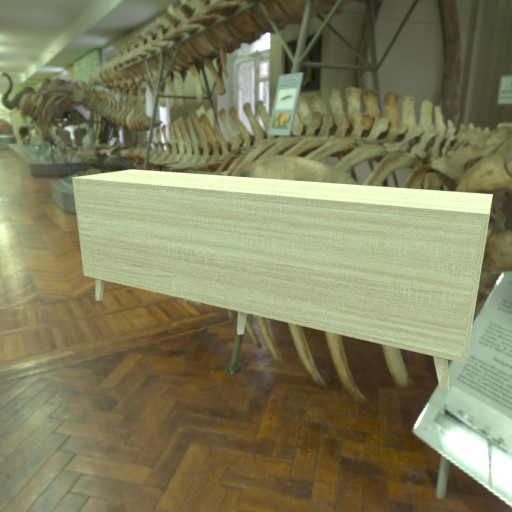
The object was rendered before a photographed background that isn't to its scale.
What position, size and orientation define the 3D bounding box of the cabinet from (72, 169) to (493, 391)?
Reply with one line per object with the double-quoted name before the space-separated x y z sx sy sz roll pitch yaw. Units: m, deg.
"cabinet" 0.000 0.000 2.439 2.200 0.780 0.500 9 19 27
